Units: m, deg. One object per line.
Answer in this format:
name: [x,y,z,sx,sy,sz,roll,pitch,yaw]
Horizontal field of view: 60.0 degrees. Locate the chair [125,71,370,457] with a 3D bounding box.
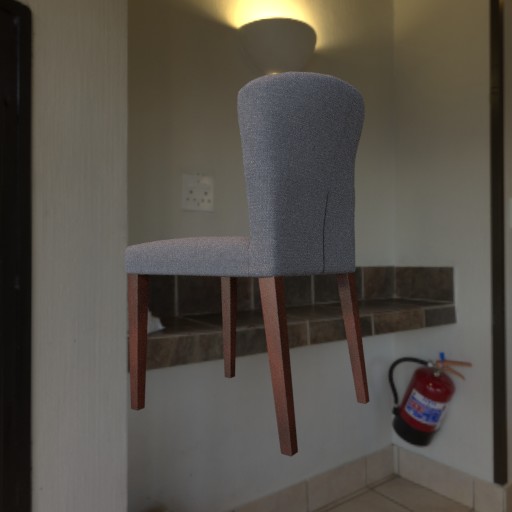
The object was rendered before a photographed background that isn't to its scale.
chair: [0.000,0.000,1.243,0.589,0.839,0.491,0,-1,35]
